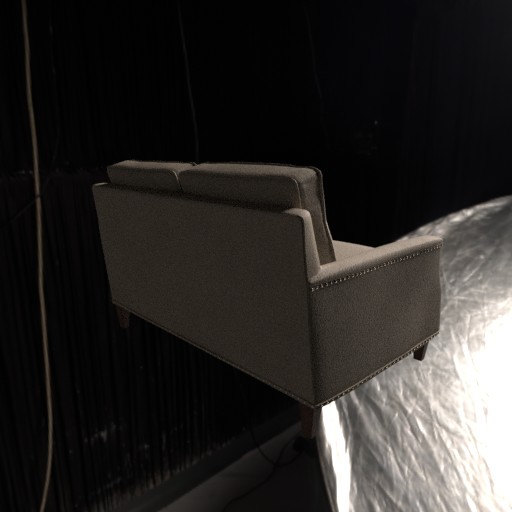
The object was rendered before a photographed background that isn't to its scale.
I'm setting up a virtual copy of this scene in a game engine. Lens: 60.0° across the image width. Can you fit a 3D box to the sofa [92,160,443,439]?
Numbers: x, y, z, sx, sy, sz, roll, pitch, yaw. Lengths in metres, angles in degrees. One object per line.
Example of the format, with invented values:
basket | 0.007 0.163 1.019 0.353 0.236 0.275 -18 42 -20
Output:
sofa | 0.000 0.000 2.340 1.084 1.003 1.597 -13 19 -42
